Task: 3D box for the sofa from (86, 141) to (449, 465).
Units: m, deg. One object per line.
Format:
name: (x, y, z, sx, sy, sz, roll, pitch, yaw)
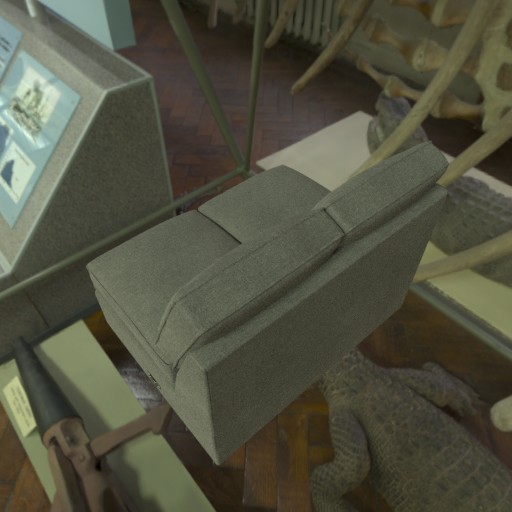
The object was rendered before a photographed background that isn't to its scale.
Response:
sofa: (0.000, 0.000, 1.972, 1.237, 1.008, 0.951, -32, 54, -27)
